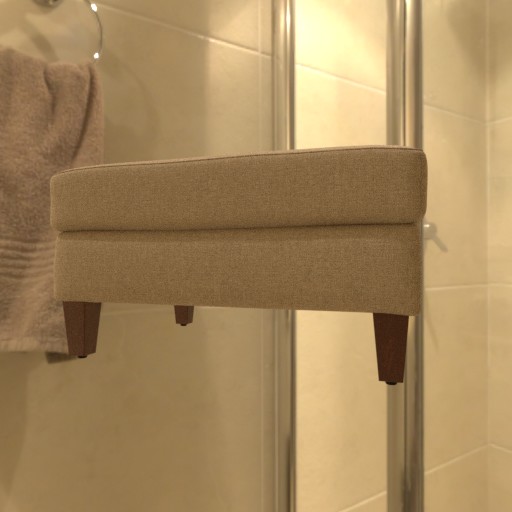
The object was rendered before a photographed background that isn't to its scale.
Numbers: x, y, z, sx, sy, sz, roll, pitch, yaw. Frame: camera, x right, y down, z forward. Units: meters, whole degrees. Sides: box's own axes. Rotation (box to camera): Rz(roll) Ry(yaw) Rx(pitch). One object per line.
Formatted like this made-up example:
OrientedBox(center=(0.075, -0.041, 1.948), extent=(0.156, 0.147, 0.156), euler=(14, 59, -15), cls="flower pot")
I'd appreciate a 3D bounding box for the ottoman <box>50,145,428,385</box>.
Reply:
OrientedBox(center=(0.000, 0.000, 1.271), extent=(0.898, 0.519, 0.677), euler=(0, 0, 18), cls="ottoman")
